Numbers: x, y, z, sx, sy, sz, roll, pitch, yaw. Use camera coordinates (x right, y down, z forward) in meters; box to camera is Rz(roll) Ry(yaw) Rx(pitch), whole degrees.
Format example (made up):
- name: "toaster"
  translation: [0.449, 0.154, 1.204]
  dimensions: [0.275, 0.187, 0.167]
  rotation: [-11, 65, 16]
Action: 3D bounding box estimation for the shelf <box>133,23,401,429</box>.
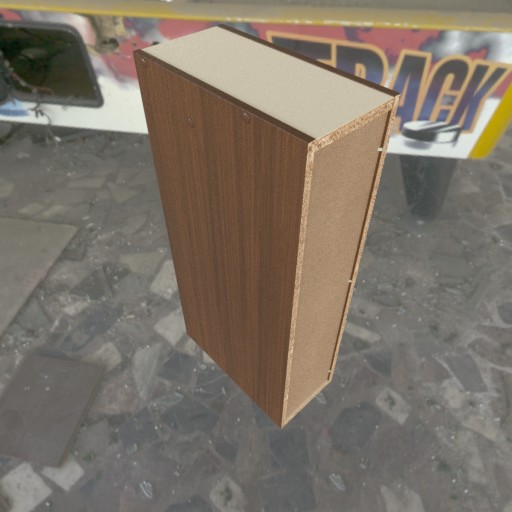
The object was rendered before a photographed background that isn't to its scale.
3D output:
- name: "shelf"
  translation: [0.000, 0.000, 0.717]
  dimensions: [0.147, 0.600, 0.290]
  rotation: [-34, 54, -29]
